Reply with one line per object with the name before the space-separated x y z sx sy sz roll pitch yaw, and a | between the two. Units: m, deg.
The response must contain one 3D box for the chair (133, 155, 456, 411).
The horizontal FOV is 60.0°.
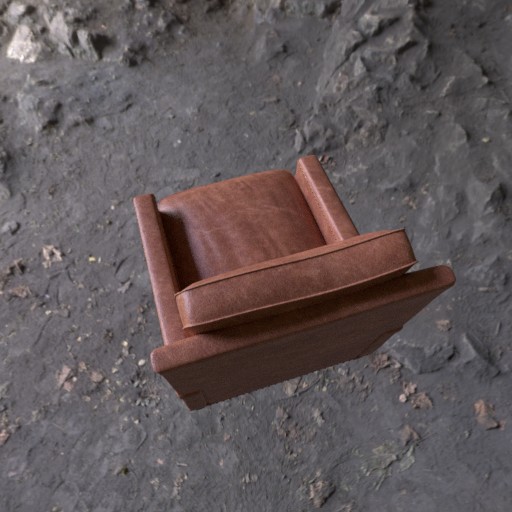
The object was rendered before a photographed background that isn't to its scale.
chair | 0.000 0.000 1.790 0.854 1.054 1.035 -15 59 -9
